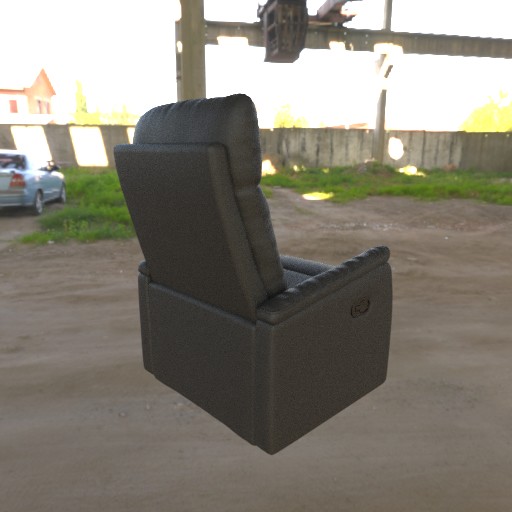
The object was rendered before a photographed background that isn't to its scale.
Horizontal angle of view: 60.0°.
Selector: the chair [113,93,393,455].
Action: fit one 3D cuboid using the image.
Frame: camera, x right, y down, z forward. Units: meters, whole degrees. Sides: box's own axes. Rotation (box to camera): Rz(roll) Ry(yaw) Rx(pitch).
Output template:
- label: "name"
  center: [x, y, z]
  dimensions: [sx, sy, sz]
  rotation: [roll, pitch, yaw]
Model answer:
- label: "chair"
  center: [0.000, 0.000, 1.671]
  dimensions: [0.831, 1.082, 0.775]
  rotation: [-12, 18, -42]
